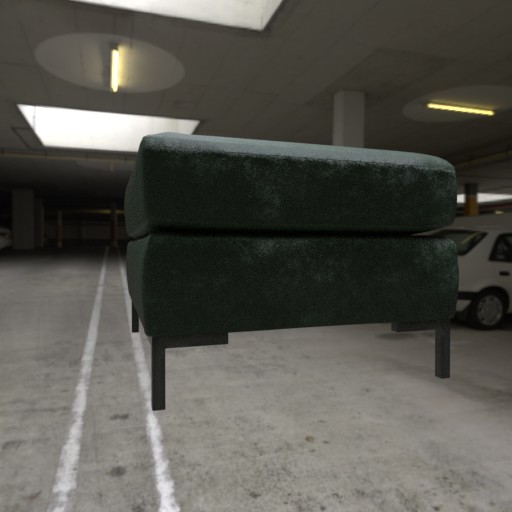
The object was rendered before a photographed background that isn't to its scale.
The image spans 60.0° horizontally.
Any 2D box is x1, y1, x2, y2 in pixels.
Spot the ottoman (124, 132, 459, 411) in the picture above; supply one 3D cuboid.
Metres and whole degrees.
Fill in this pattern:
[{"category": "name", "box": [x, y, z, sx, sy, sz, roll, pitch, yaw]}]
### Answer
[{"category": "ottoman", "box": [0.000, 0.000, 1.266, 0.701, 0.538, 0.839, 0, 1, -18]}]
